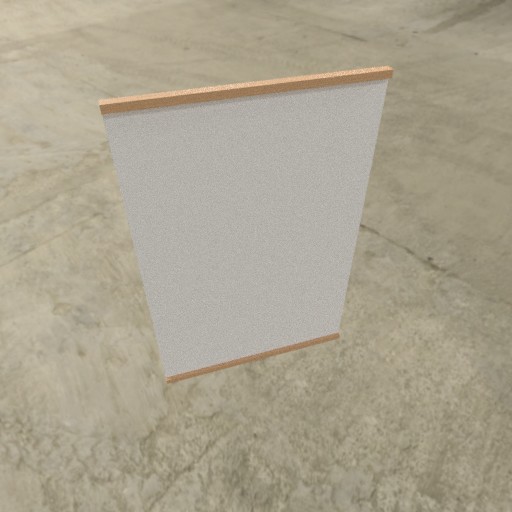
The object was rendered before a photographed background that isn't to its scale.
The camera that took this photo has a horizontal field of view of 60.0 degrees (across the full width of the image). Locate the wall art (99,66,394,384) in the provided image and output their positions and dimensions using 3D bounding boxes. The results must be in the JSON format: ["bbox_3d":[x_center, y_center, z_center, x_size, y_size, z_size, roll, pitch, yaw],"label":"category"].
[{"bbox_3d":[0.000,0.000,0.789,0.401,0.611,0.016,-12,43,-13],"label":"wall art"}]
